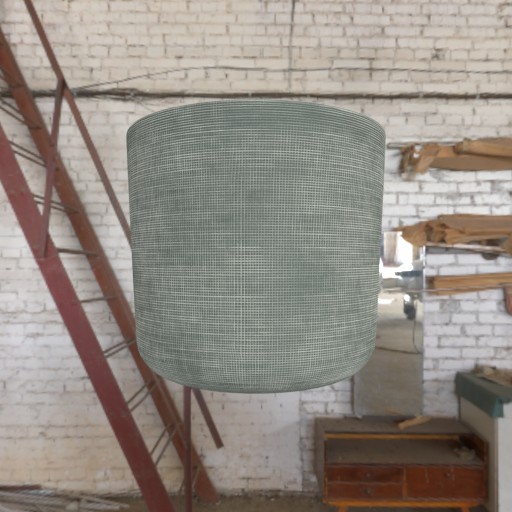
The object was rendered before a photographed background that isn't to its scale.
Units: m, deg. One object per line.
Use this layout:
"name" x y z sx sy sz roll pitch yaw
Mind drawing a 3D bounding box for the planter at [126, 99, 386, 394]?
"planter" 0.000 0.000 0.782 0.440 0.398 0.440 0 0 0
